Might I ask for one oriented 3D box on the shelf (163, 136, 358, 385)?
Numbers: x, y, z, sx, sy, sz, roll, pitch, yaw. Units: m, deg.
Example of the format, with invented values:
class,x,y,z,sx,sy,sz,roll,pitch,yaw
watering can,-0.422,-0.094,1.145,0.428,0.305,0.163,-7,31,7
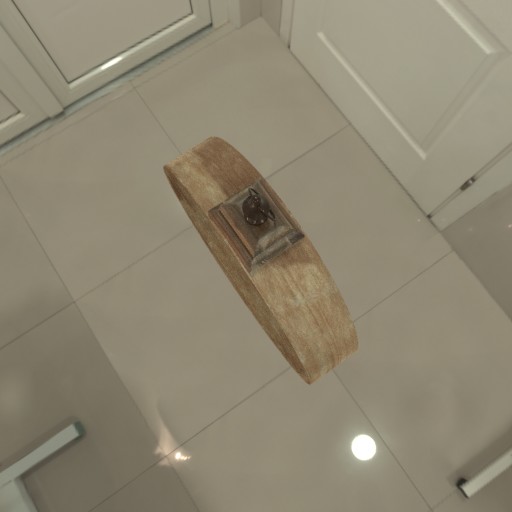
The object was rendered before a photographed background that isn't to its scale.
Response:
class,x,y,z,sx,sy,sz,roll,pitch,yaw
shelf,0.000,0.000,1.002,0.125,0.725,0.601,-34,79,-8
